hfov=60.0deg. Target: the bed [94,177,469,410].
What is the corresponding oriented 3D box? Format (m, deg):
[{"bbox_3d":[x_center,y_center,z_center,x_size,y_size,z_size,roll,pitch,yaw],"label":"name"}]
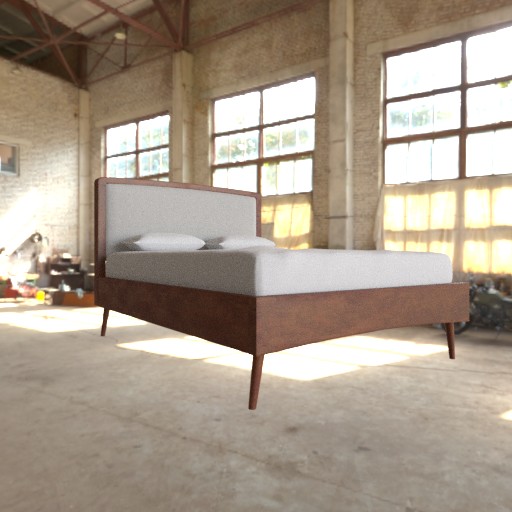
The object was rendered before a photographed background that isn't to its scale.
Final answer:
[{"bbox_3d":[0.000,0.000,3.099,1.587,1.275,2.196,0,0,-36],"label":"bed"}]
